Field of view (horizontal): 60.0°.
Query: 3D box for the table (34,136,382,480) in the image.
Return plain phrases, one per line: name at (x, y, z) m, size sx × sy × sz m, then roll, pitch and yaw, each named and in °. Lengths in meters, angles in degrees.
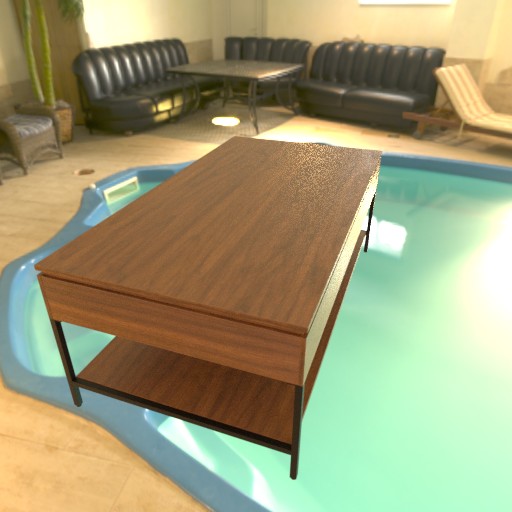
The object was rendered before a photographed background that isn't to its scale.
table at (0.000, 0.000, 1.348) m, size 0.574 × 0.414 × 1.057 m, roll 10°, pitch 32°, yaw 18°
